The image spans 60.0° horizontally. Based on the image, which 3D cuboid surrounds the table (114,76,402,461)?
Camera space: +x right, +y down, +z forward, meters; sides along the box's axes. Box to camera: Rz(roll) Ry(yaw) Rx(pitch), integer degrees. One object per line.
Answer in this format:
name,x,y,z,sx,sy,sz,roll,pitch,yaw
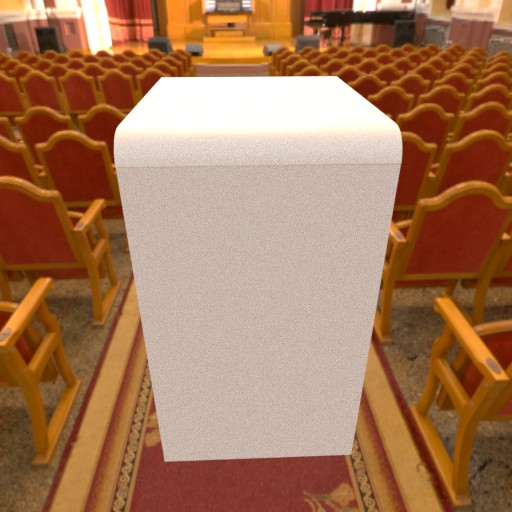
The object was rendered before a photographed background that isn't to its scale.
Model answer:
table,0.000,0.000,0.851,0.350,0.590,0.450,-1,30,-2
